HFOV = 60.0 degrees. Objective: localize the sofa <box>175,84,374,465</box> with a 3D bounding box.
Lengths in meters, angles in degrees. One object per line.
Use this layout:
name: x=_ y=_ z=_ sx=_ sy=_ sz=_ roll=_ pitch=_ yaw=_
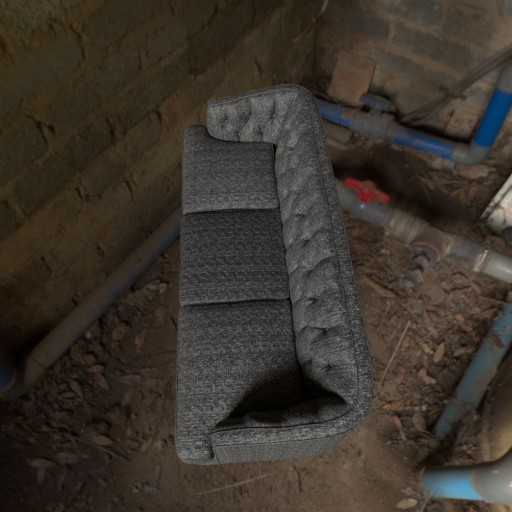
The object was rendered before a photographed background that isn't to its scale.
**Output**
sofa: x=0.000 y=0.000 z=2.729 sx=0.941 sy=0.855 sz=2.278 roll=-3 pitch=59 yaw=-2
